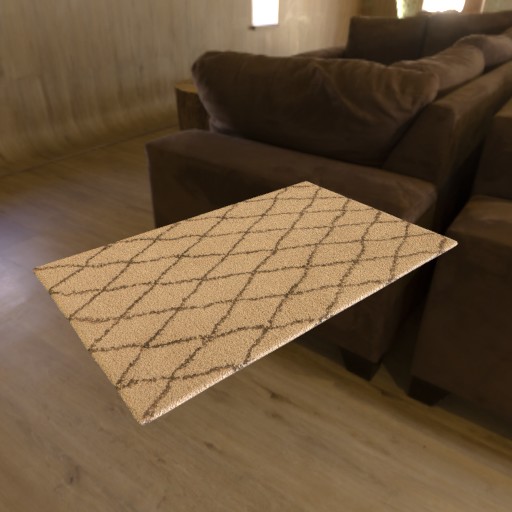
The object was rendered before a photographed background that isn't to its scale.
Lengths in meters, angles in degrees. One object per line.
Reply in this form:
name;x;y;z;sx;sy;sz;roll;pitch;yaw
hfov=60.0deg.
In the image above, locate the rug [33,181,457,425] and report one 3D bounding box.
rug;0.000;0.000;2.973;2.438;0.030;1.524;-22;37;-33
